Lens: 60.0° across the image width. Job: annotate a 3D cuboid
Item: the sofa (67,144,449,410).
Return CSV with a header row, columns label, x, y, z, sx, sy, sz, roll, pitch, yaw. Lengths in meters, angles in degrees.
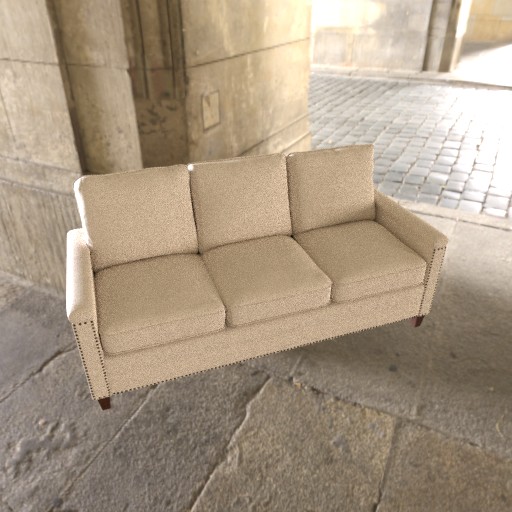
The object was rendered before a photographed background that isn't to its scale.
label,x,y,z,sx,sy,sz,roll,pitch,yaw
sofa,0.000,0.000,2.470,1.925,0.961,0.828,-11,33,-17
